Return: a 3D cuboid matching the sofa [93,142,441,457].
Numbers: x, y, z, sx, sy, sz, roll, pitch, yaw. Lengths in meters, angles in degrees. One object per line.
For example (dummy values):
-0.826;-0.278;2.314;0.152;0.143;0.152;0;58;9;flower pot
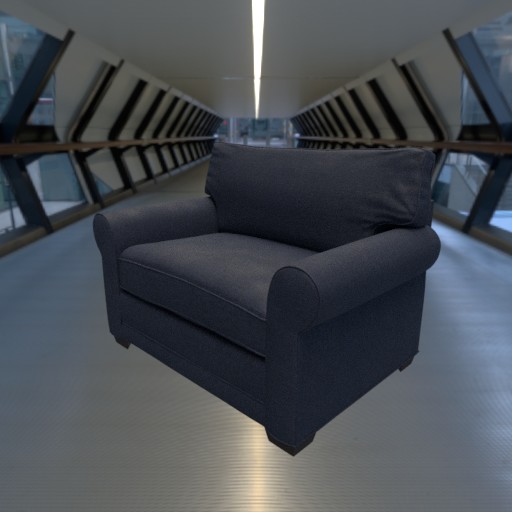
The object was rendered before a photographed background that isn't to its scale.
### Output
0.000;0.000;2.065;1.405;1.004;0.938;15;22;42;sofa
